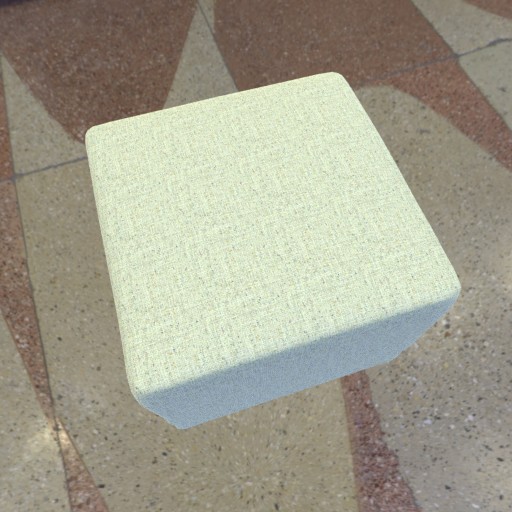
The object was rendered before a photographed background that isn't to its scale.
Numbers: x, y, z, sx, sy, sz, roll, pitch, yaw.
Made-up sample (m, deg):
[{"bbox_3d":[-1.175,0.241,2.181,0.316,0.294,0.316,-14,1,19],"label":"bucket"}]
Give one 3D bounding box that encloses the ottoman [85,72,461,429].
[{"bbox_3d":[0.000,0.000,0.905,0.521,0.453,0.512,-16,64,-8],"label":"ottoman"}]
